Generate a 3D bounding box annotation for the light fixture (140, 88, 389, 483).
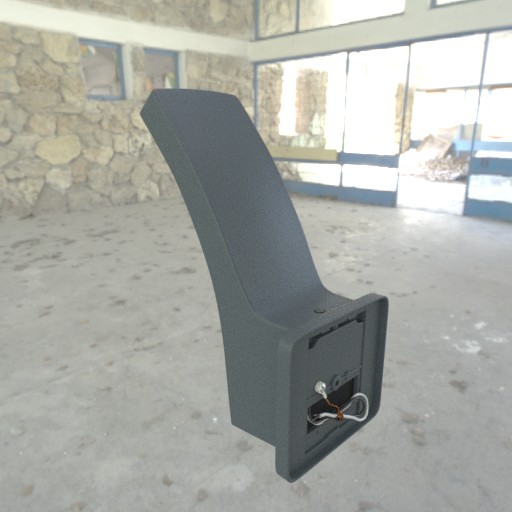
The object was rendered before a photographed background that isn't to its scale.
[{"bbox_3d":[0.000,0.000,0.333,0.108,0.243,0.174,-15,21,-42],"label":"light fixture"}]
